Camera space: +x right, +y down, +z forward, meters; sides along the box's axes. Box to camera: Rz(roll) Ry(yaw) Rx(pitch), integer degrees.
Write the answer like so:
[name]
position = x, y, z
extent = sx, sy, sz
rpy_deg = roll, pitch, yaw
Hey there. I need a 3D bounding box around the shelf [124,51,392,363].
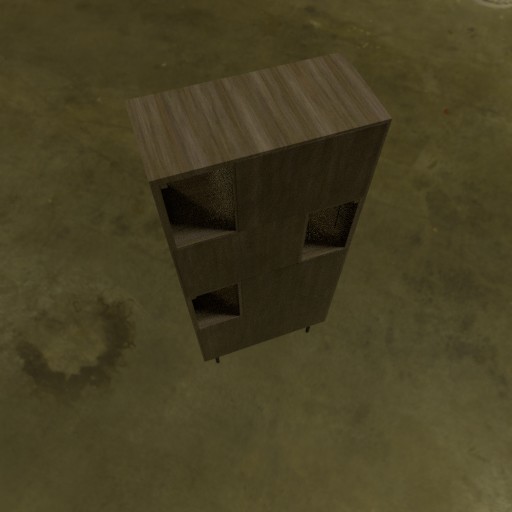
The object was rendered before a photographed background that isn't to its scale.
[shelf]
position = 0.000, 0.000, 1.877
extent = 0.670, 1.545, 0.323
rpy_deg = -17, 60, -10
